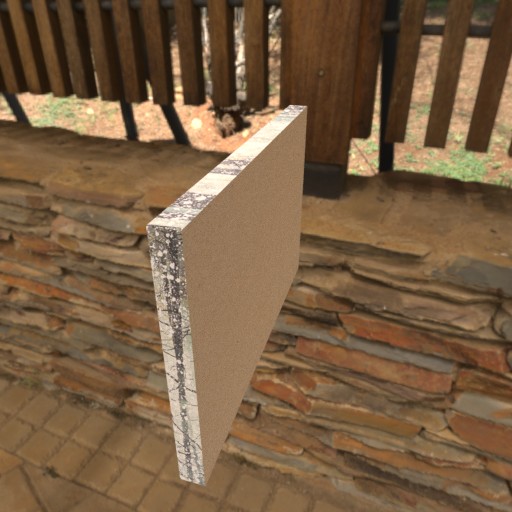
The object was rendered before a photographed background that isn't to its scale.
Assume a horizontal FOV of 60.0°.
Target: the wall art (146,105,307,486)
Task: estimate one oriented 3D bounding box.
[{"bbox_3d":[0.000,0.000,0.781,0.042,0.398,0.618,9,31,15],"label":"wall art"}]
